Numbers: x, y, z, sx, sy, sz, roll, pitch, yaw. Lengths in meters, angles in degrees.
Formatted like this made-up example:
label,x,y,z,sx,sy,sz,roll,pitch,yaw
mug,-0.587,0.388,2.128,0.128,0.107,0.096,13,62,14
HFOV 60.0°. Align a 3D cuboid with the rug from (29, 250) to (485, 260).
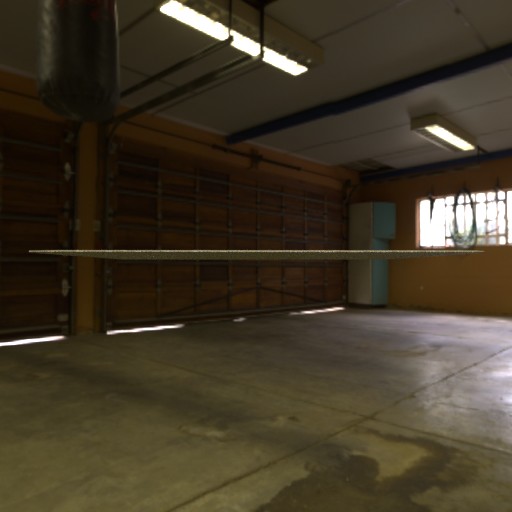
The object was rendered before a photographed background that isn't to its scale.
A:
label,x,y,z,sx,sy,sz,roll,pitch,yaw
rug,0.000,0.000,2.947,2.214,0.013,1.609,0,-2,-1
